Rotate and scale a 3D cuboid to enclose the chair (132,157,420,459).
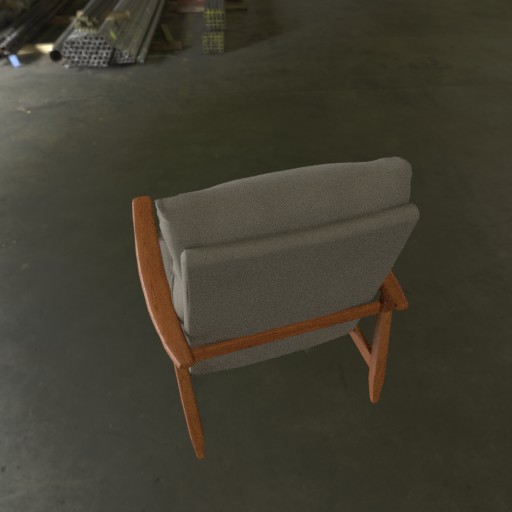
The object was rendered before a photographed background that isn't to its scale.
[{"bbox_3d":[0.000,0.000,1.521,0.782,0.922,0.816,-12,42,-14],"label":"chair"}]
